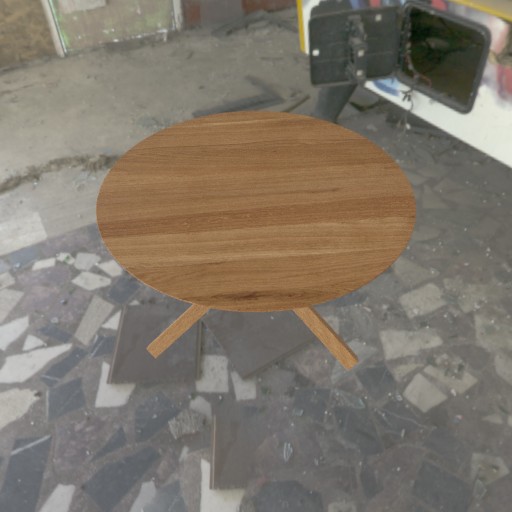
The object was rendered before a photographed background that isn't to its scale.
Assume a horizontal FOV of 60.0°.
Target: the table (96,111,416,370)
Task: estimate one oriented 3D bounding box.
[{"bbox_3d":[0.000,0.000,1.718,1.038,0.666,1.038,0,46,0],"label":"table"}]
